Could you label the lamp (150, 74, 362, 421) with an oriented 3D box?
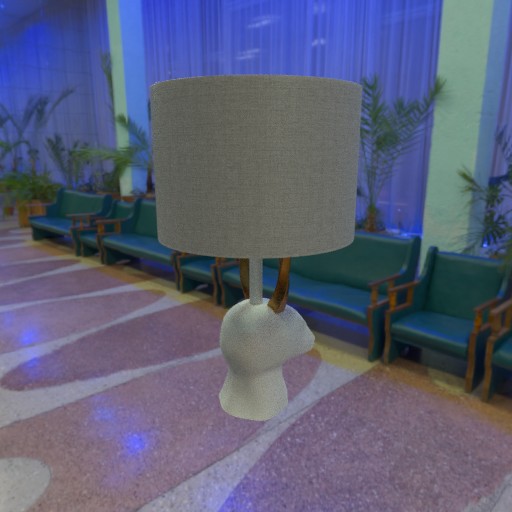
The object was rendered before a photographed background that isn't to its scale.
[{"bbox_3d":[0.000,0.000,0.698,0.298,0.503,0.298,-13,19,-41],"label":"lamp"}]
